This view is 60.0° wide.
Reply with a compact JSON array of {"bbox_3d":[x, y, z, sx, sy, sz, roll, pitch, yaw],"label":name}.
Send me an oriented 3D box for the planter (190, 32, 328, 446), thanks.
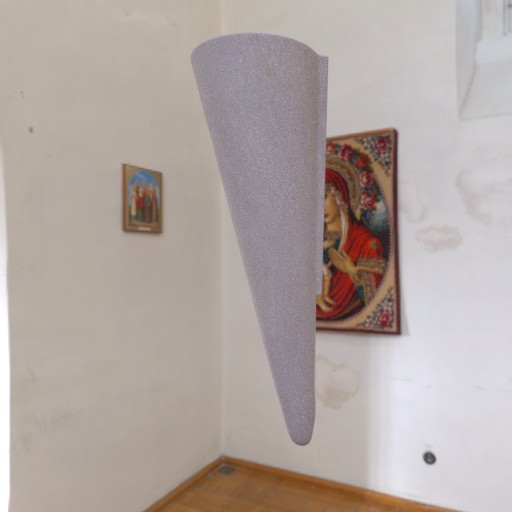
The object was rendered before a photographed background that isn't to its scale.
[{"bbox_3d":[0.000,0.000,0.295,0.087,0.259,0.078,0,0,-17],"label":"planter"}]
